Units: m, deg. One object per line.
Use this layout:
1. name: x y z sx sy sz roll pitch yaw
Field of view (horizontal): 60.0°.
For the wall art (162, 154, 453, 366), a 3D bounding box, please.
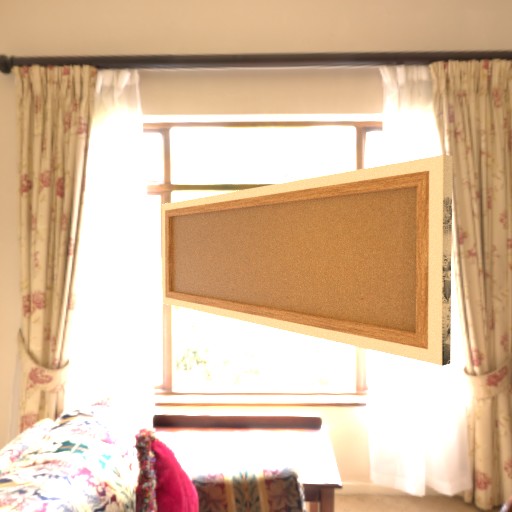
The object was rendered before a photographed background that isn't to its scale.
1. wall art: 0.000 0.000 1.674 0.044 0.507 1.520 -1 1 -37
